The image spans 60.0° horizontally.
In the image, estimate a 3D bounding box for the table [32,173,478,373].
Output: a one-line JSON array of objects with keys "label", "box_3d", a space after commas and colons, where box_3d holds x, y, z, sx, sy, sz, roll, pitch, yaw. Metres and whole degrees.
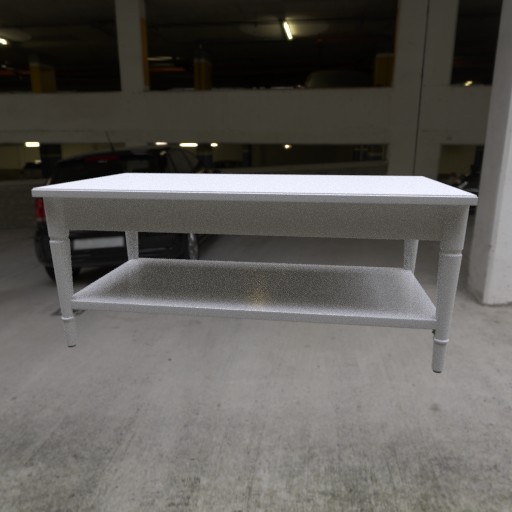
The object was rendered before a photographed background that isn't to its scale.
[{"label": "table", "box_3d": [0.000, 0.000, 1.370, 1.067, 0.457, 0.559, 2, 15, 8]}]
